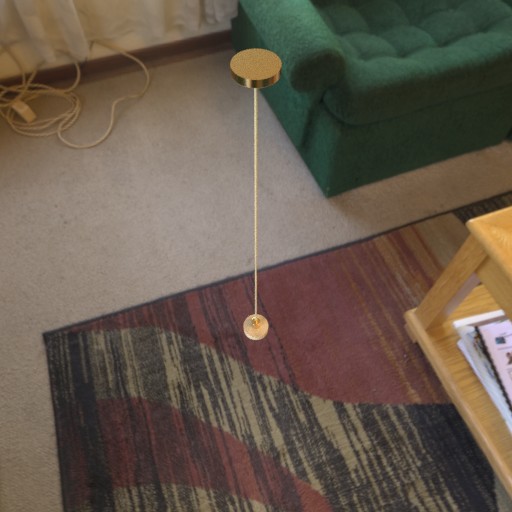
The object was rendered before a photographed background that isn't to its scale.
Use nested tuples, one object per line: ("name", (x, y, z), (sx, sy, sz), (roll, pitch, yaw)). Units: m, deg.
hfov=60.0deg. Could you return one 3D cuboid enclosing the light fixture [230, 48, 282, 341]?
("light fixture", (0.000, 0.000, 1.740), (0.129, 1.669, 0.129), (-33, 63, -19))
